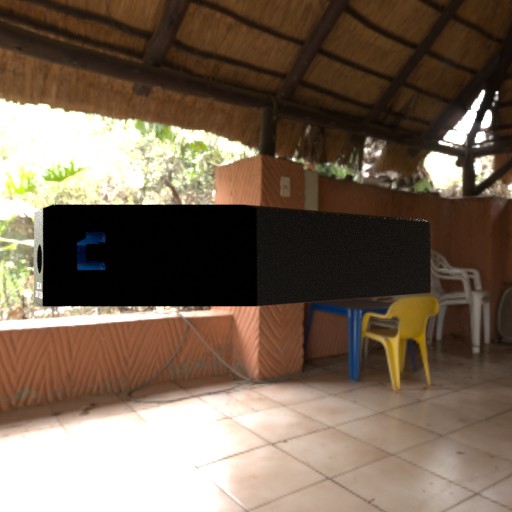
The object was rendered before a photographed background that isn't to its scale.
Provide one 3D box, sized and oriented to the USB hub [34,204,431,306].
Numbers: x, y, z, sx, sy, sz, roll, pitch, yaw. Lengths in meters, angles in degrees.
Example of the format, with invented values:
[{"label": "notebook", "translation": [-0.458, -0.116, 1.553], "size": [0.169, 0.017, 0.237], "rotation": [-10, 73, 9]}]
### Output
[{"label": "USB hub", "translation": [0.000, 0.000, 0.127], "size": [0.110, 0.023, 0.044], "rotation": [0, 0, -36]}]
